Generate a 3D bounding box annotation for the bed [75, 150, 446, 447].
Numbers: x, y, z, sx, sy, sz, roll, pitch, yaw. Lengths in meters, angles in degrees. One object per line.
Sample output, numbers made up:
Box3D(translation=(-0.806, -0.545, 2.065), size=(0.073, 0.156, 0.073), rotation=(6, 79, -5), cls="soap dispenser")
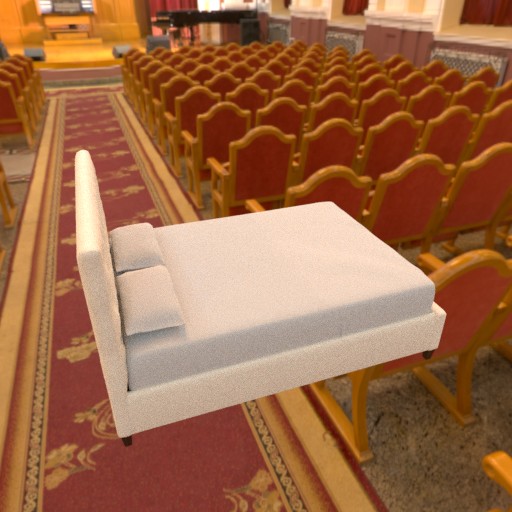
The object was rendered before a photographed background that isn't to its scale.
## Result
Box3D(translation=(0.000, 0.000, 3.430), size=(2.387, 1.427, 1.698), rotation=(-10, 32, -17), cls="bed")
